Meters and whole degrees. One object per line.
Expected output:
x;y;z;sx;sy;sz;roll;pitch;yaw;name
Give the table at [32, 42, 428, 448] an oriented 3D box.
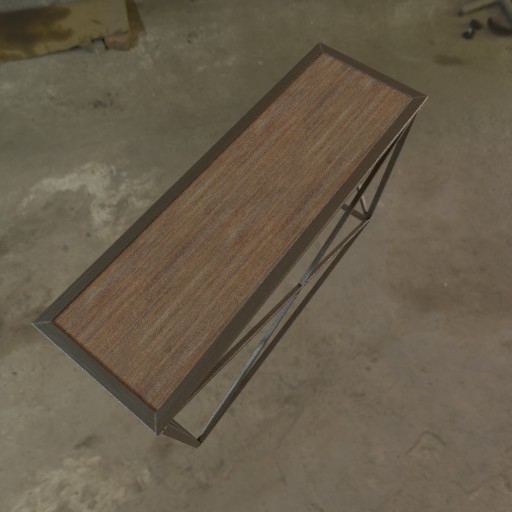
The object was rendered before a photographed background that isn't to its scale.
0.000;0.000;1.537;0.402;0.753;1.216;34;69;15;table
